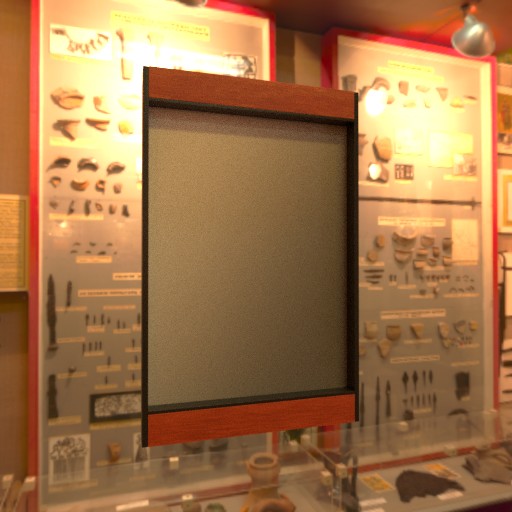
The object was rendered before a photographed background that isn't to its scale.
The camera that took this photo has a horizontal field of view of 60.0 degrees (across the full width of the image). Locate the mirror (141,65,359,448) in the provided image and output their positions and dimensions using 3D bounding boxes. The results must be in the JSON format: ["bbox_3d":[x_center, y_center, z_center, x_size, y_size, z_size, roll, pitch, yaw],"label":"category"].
[{"bbox_3d":[0.000,0.000,1.052,0.525,0.823,0.047,0,-1,-17],"label":"mirror"}]
